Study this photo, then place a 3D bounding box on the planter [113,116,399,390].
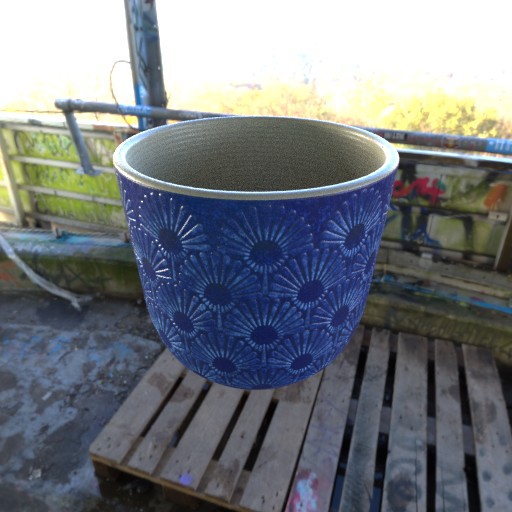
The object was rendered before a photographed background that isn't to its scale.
[{"bbox_3d":[0.000,0.000,0.376,0.206,0.190,0.206,0,29,0],"label":"planter"}]
